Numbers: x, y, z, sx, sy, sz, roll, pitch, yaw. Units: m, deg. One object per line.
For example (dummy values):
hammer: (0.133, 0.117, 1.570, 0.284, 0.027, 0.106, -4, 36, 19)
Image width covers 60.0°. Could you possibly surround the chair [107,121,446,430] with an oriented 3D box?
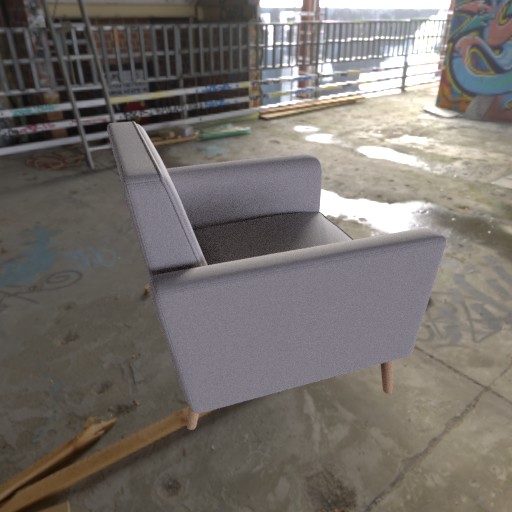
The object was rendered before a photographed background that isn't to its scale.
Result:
chair: (0.000, 0.000, 1.386, 0.750, 0.780, 0.780, -10, 31, -17)
